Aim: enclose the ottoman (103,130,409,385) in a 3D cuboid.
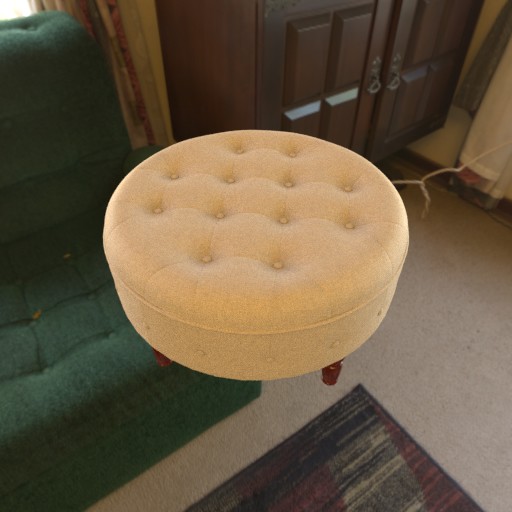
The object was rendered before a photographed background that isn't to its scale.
[{"bbox_3d":[0.000,0.000,1.380,0.849,0.478,0.849,0,43,0],"label":"ottoman"}]
